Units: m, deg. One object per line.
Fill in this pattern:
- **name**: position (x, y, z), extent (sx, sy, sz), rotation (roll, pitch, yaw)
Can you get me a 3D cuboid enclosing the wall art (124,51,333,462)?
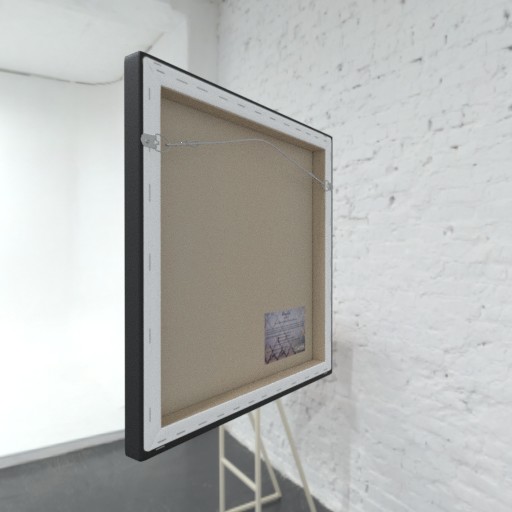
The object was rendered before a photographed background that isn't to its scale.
- **wall art**: position (0.000, 0.000, 0.905), extent (0.043, 0.611, 0.610), rotation (0, 0, 37)
